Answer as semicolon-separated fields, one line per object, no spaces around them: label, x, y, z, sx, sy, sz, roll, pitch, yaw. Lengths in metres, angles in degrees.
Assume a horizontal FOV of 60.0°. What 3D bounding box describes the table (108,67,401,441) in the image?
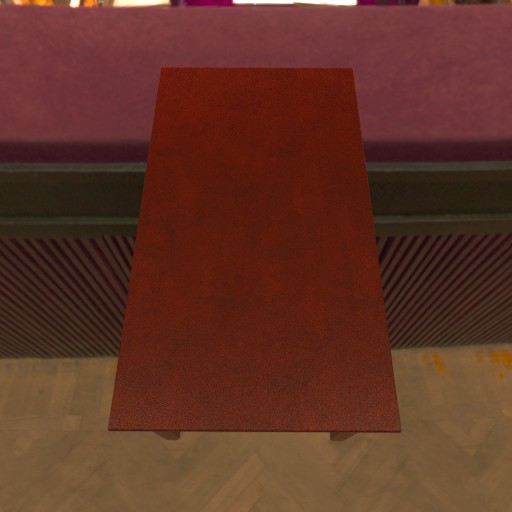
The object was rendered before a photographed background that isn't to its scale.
table;0.000;0.000;1.216;0.533;0.456;0.943;0;63;0
